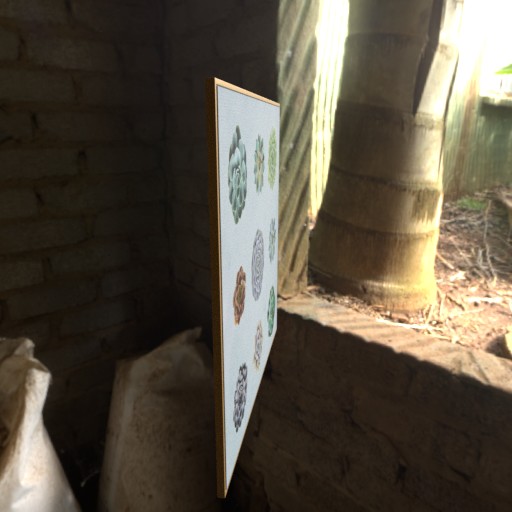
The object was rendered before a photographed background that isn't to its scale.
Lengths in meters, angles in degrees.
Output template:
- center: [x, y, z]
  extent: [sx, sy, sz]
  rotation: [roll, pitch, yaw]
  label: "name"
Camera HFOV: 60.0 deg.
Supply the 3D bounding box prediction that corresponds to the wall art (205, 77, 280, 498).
- center: [0.000, 0.000, 0.961]
  extent: [0.014, 0.655, 0.657]
  rotation: [3, 16, 10]
  label: "wall art"
